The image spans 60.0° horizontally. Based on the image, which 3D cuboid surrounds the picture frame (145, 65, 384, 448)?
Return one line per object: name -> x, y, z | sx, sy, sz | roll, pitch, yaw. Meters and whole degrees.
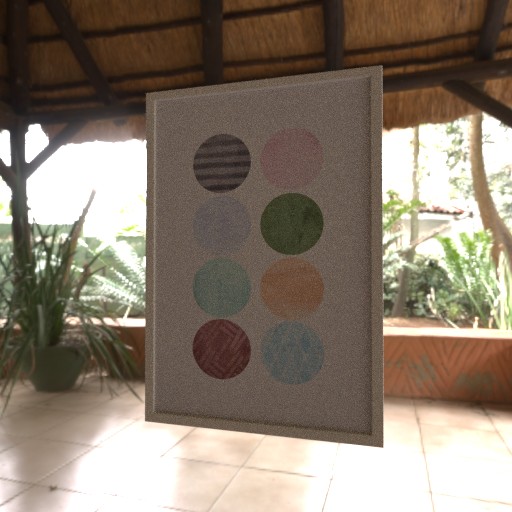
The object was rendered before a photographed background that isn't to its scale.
picture frame -> 0.000, 0.000, 0.830 | 0.457, 0.657, 0.013 | 0, -1, 16
